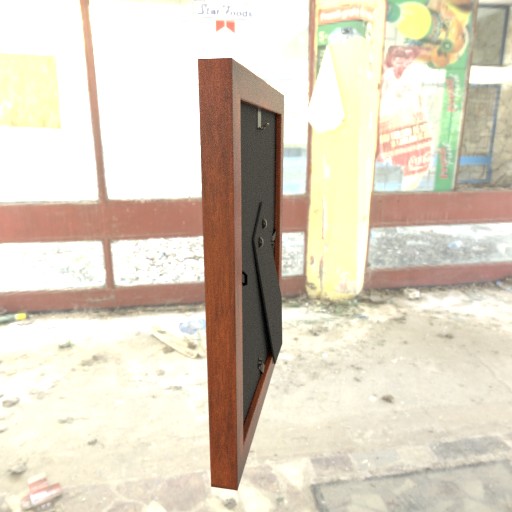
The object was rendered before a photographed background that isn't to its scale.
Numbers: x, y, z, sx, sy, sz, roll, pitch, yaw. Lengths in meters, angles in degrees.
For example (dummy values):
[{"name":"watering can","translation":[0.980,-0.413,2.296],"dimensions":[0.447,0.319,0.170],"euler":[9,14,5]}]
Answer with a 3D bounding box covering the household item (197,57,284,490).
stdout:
[{"name":"household item","translation":[0.000,0.000,0.341],"dimensions":[0.020,0.250,0.200],"euler":[3,15,10]}]
